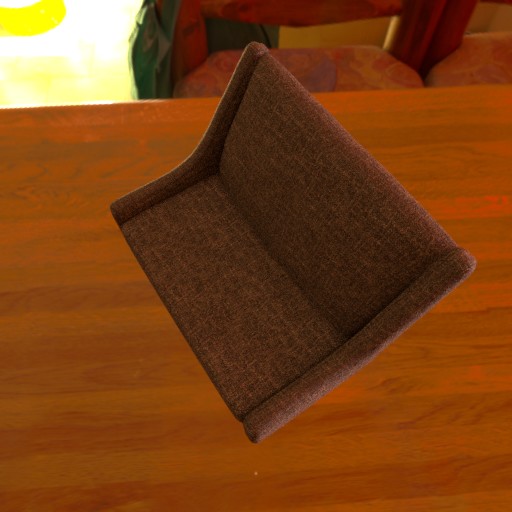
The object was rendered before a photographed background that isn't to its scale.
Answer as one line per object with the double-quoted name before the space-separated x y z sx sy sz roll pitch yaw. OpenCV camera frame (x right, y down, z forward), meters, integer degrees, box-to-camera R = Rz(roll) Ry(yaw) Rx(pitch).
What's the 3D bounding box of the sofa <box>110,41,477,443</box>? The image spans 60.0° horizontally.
"sofa" 0.000 0.000 1.918 0.870 1.021 1.242 -31 68 -14
